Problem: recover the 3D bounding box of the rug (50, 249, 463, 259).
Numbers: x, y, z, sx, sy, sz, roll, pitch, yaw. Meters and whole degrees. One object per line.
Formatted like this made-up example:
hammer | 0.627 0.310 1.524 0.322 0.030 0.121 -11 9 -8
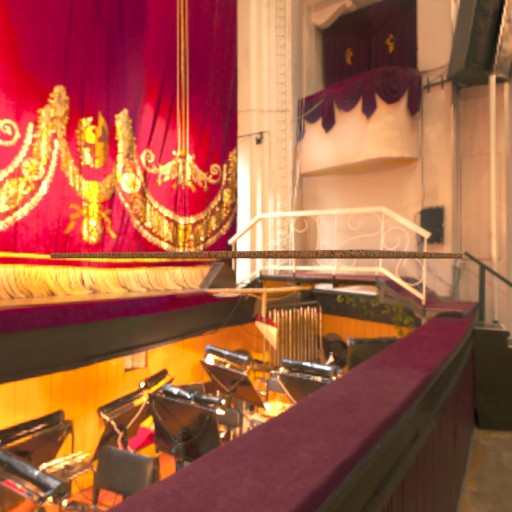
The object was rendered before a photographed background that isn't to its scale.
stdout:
rug | 0.000 0.000 2.128 1.600 0.025 1.199 0 0 36
